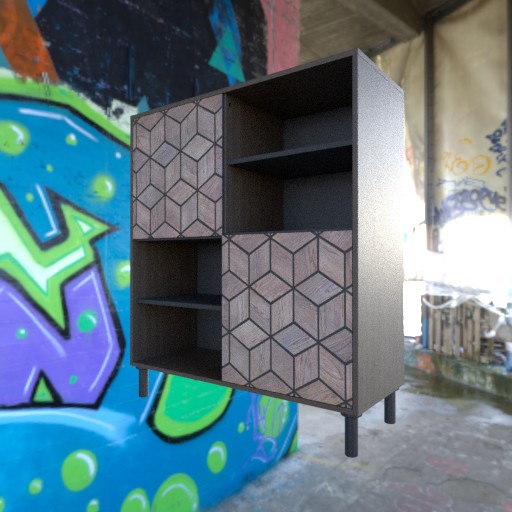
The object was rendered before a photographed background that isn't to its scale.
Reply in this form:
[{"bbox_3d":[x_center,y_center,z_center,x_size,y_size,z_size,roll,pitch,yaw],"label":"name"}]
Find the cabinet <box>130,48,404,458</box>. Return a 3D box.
[{"bbox_3d":[0.000,0.000,1.707,1.010,1.170,0.400,0,0,36],"label":"cabinet"}]
